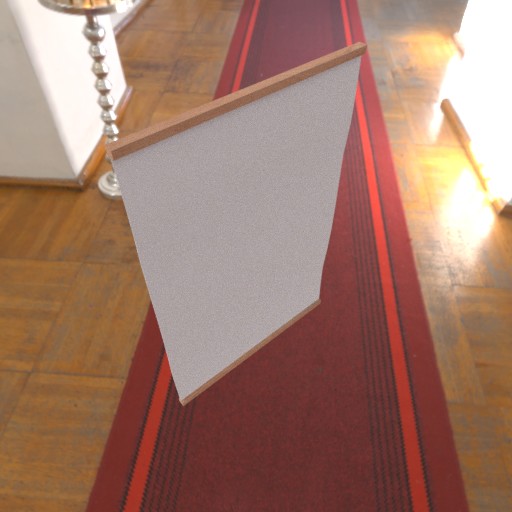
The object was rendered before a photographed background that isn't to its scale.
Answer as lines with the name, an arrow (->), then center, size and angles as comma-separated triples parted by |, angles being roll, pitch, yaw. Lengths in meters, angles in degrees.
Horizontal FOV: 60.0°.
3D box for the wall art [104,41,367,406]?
wall art -> 0.000, 0.000, 0.638 | 0.332, 0.508, 0.012 | -32, 55, -26
